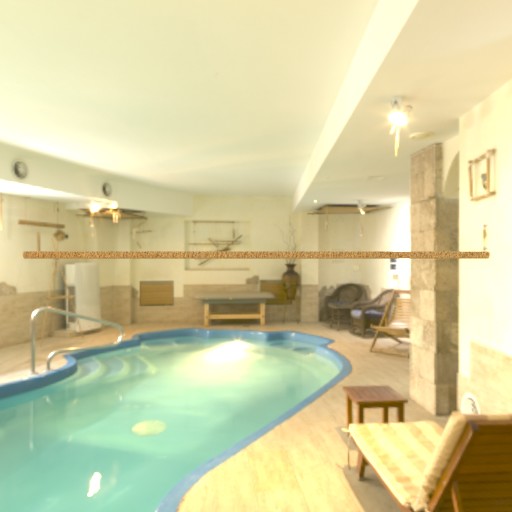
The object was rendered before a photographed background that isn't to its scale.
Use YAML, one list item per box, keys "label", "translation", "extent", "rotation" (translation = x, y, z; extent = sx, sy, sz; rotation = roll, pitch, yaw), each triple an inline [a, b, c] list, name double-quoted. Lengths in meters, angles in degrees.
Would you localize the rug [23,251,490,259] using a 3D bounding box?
- label: "rug"
  translation: [0.000, 0.000, 2.090]
  extent: [1.600, 0.025, 1.199]
  rotation: [0, 0, 0]
